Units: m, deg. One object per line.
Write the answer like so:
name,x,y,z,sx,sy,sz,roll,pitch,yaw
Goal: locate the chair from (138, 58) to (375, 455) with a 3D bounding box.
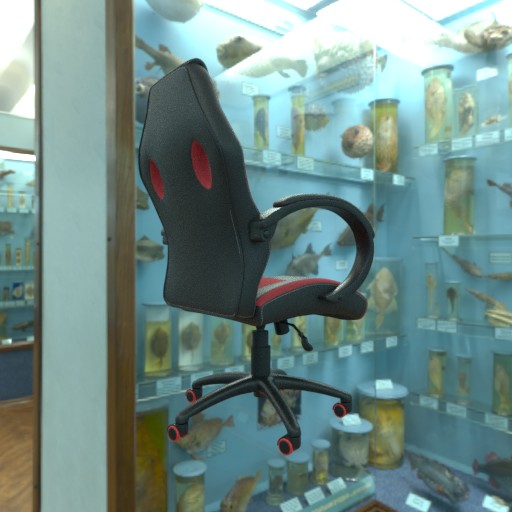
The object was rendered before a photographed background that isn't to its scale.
chair,0.000,0.000,1.611,0.724,1.187,0.673,0,1,-37
